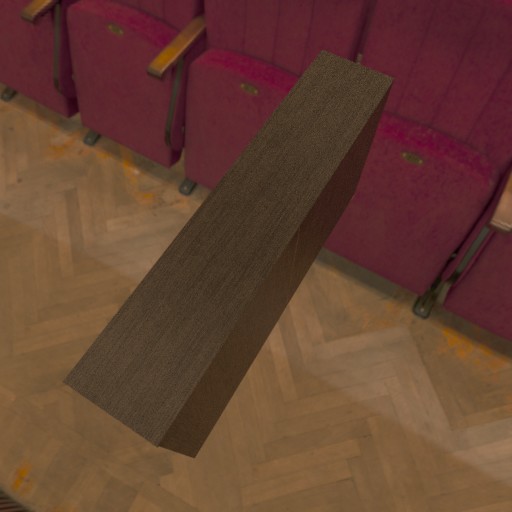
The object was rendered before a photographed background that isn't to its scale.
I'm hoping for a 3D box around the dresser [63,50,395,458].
[{"bbox_3d":[0.000,0.000,1.814,0.333,0.790,1.535,28,67,13],"label":"dresser"}]
